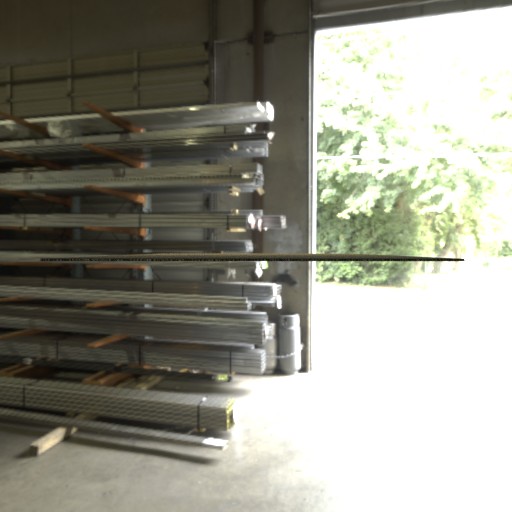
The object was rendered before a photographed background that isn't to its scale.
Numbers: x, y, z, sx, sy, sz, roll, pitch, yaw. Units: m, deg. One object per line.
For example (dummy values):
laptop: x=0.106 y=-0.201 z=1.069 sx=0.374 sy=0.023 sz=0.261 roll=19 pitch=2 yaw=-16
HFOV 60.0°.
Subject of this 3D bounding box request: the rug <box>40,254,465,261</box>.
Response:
rug: x=0.000 y=0.000 z=3.859 sx=2.315 sy=0.015 sz=2.932 roll=0 pitch=1 yaw=1
